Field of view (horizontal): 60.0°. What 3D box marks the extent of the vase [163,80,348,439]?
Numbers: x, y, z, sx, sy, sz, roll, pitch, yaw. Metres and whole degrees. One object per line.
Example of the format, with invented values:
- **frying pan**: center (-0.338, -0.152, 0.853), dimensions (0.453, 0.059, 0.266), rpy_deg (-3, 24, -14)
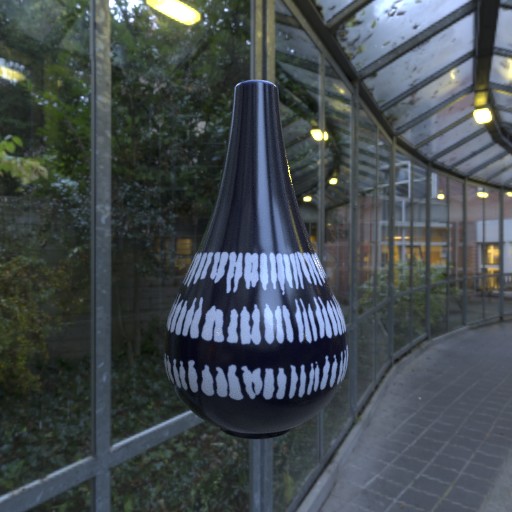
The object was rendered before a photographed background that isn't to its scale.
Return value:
- **vase**: center (0.000, 0.000, 0.388), dimensions (0.159, 0.295, 0.159), rpy_deg (0, 0, 0)
